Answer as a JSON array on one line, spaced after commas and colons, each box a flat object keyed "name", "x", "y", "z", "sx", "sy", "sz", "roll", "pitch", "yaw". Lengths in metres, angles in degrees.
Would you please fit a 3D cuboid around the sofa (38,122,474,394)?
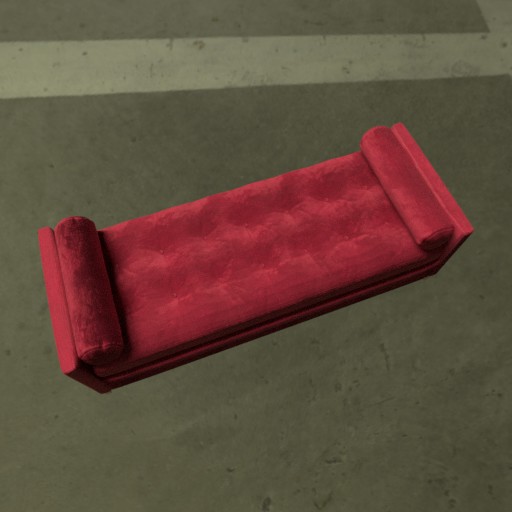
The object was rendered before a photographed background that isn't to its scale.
[{"name": "sofa", "x": 0.000, "y": 0.000, "z": 2.499, "sx": 2.102, "sy": 0.705, "sz": 0.796, "roll": -18, "pitch": 65, "yaw": -9}]
